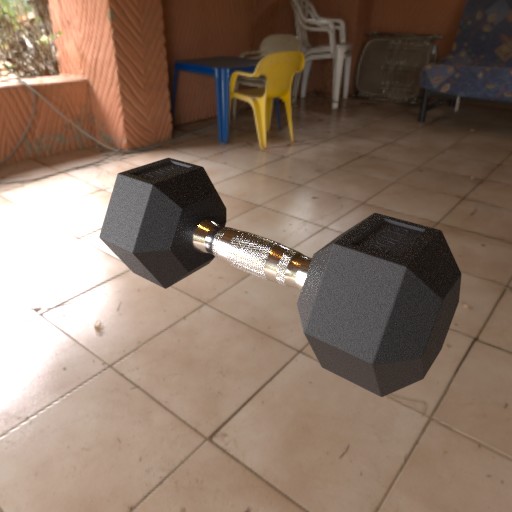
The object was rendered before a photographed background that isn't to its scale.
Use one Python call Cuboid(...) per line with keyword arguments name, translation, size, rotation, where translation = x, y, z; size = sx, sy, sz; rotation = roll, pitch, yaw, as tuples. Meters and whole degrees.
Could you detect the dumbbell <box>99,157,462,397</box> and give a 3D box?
Cuboid(name="dumbbell", translation=(0.000, 0.000, 0.358), size=(0.297, 0.101, 0.116), rotation=(21, 35, 32))
